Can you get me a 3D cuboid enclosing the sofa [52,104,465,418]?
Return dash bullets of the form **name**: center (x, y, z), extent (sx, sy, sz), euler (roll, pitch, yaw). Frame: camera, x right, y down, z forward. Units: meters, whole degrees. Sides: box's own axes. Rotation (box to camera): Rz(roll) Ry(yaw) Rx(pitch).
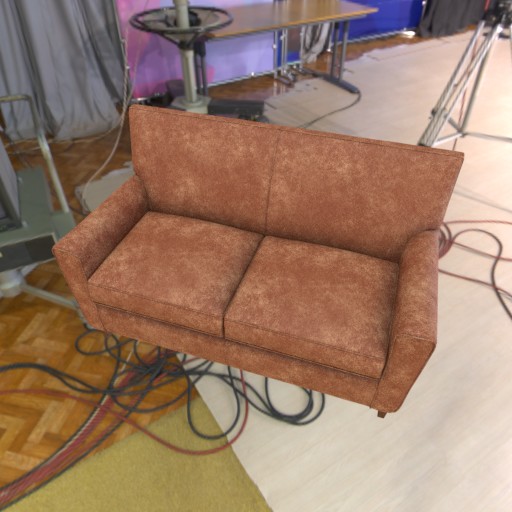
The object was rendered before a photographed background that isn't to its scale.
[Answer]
- **sofa**: center (0.000, 0.000, 1.931), extent (1.473, 0.871, 0.787), euler (13, 43, 14)
